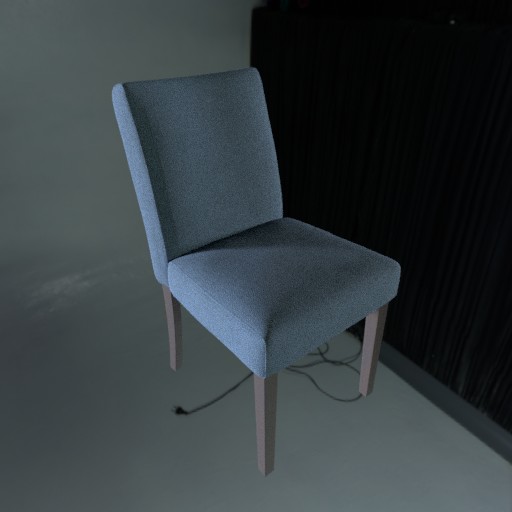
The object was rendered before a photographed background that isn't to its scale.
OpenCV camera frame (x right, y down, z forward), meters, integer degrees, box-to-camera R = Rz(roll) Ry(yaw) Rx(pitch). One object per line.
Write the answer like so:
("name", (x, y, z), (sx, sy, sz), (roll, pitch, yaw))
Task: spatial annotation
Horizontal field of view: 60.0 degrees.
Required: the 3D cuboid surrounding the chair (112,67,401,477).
("chair", (0.000, 0.000, 1.228), (0.487, 0.882, 0.629), (-23, 38, -33))
